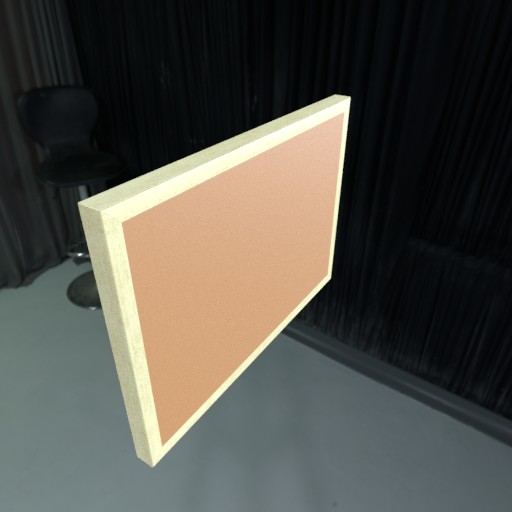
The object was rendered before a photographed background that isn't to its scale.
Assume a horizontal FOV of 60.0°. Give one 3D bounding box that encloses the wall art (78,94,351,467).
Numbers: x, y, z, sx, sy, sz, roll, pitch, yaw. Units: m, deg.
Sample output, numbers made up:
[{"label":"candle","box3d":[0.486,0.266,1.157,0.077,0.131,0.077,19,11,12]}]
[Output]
[{"label":"wall art","box3d":[0.000,0.000,0.684,0.032,0.381,0.533,20,37,29]}]
